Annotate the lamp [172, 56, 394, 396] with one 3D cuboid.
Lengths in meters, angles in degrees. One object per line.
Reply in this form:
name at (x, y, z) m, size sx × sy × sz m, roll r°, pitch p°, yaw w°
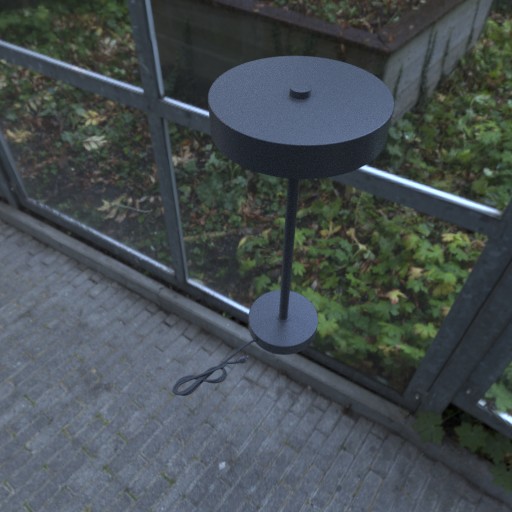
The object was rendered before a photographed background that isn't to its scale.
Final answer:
lamp at (0.000, 0.000, 0.697) m, size 0.369 × 0.508 × 0.229 m, roll -30°, pitch 54°, yaw -26°
